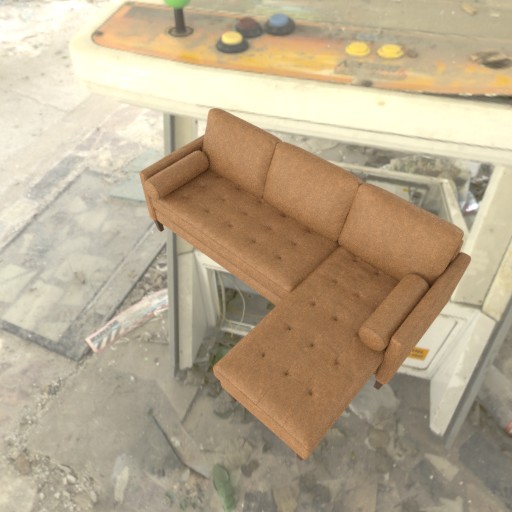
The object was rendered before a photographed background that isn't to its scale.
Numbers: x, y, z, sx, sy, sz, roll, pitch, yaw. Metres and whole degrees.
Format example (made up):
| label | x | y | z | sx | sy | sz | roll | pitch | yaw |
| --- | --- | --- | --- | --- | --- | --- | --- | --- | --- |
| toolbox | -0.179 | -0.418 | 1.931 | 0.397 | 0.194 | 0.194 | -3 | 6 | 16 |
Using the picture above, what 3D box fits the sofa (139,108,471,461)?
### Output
| label | x | y | z | sx | sy | sz | roll | pitch | yaw |
| --- | --- | --- | --- | --- | --- | --- | --- | --- | --- |
| sofa | 0.000 | 0.000 | 2.907 | 2.178 | 0.876 | 1.506 | 34 | 57 | 26 |
